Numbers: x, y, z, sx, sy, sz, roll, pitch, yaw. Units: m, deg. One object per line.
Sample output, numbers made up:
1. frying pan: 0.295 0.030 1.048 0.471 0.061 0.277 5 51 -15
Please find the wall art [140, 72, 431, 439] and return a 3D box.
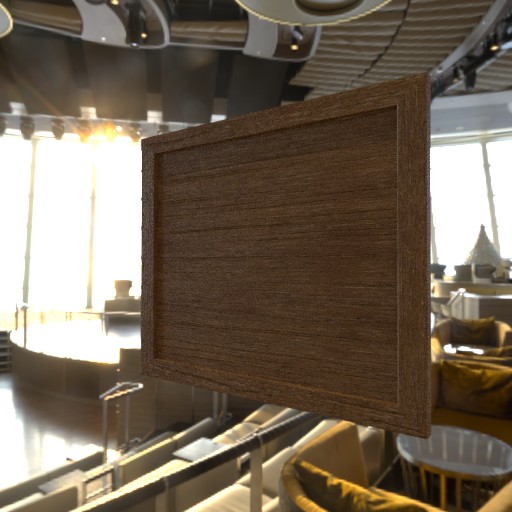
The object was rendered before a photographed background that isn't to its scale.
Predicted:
1. wall art: 0.000 0.000 0.919 0.690 0.588 0.026 0 0 35
